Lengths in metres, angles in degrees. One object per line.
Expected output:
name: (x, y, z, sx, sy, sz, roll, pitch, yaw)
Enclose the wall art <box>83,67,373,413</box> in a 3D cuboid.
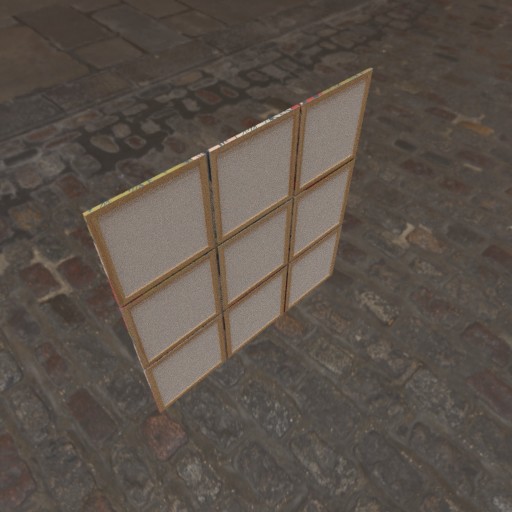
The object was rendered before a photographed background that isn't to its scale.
wall art: (0.000, 0.000, 1.859, 1.206, 1.218, 0.013, -35, 56, -27)
